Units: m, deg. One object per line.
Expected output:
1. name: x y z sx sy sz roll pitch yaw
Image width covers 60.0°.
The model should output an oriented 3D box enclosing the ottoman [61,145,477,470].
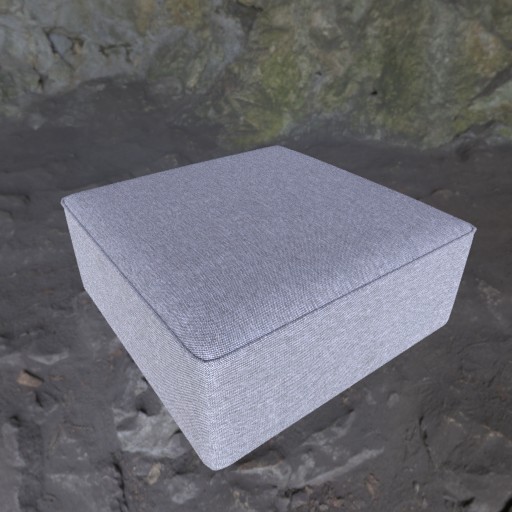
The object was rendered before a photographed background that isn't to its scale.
1. ottoman: 0.000 0.000 1.554 1.005 0.455 1.005 -21 38 -30
